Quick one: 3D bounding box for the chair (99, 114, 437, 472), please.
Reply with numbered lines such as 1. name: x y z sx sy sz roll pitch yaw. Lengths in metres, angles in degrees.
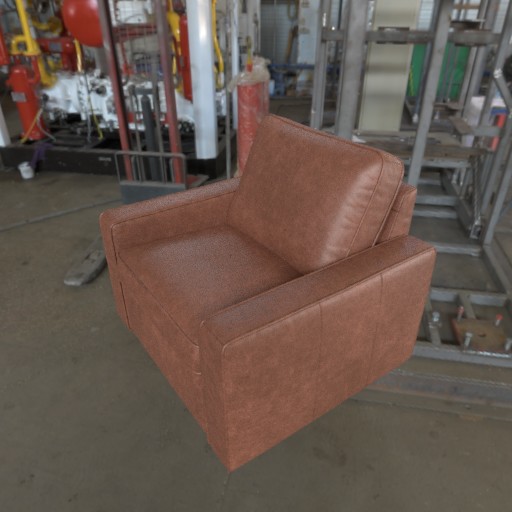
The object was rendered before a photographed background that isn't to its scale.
1. chair: 0.000 0.000 1.774 0.940 0.919 1.017 -20 37 -30
